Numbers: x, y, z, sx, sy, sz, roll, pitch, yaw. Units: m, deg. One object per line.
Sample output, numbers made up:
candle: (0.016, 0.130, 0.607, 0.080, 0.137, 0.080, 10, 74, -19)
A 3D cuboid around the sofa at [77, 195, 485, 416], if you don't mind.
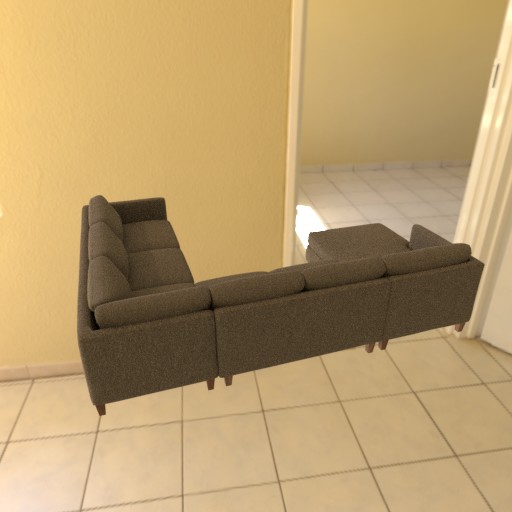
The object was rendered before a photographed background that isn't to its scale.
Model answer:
sofa: (0.000, 0.000, 4.413, 3.238, 0.853, 2.551, -9, 29, -16)
